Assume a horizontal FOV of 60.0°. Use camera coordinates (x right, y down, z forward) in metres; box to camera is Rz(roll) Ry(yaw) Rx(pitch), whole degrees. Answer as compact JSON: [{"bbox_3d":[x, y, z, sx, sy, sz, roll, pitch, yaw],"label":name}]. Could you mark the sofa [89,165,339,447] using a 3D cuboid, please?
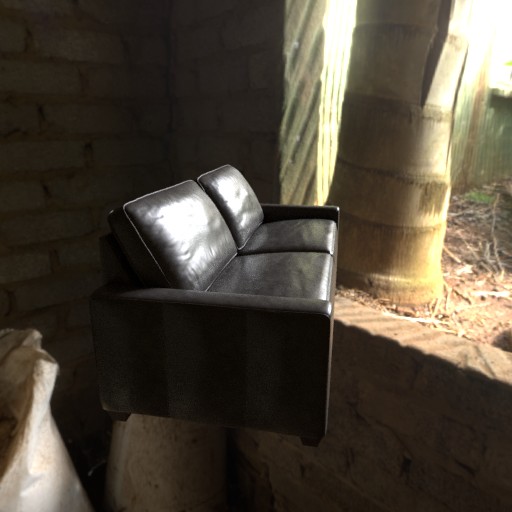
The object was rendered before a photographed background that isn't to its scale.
[{"bbox_3d":[0.000,0.000,2.611,0.939,0.916,2.081,3,17,10],"label":"sofa"}]
